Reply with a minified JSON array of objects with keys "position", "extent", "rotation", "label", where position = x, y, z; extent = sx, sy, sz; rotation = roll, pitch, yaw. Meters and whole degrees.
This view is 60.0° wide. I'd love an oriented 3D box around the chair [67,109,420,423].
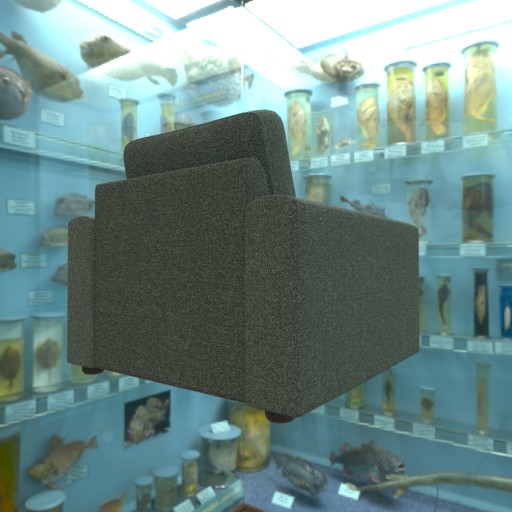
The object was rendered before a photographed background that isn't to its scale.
[{"position":[0.000,0.000,1.754],"extent":[1.005,0.873,1.016],"rotation":[-1,-1,36],"label":"chair"}]
